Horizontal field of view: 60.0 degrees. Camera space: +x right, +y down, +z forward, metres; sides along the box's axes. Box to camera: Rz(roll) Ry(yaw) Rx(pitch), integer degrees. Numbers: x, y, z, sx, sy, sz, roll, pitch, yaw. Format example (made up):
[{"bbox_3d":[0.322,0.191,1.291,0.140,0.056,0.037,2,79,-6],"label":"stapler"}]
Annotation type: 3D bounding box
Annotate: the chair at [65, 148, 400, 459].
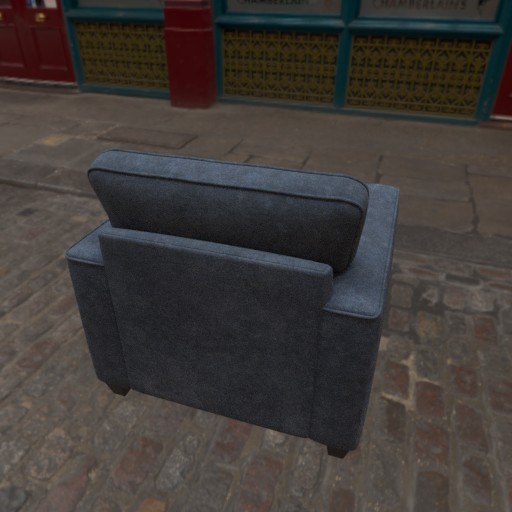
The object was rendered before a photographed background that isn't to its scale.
[{"bbox_3d":[0.000,0.000,1.731,1.015,0.965,0.939,10,33,16],"label":"chair"}]
